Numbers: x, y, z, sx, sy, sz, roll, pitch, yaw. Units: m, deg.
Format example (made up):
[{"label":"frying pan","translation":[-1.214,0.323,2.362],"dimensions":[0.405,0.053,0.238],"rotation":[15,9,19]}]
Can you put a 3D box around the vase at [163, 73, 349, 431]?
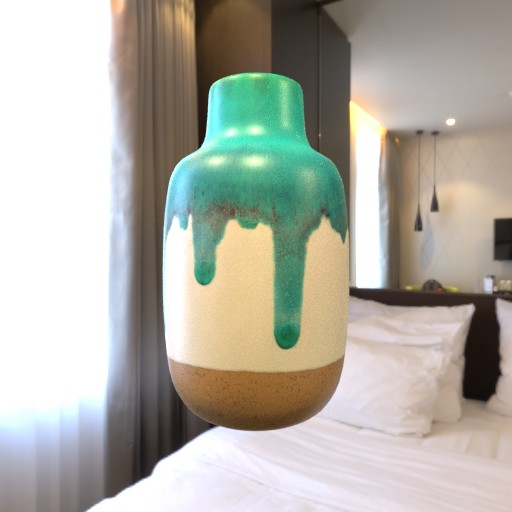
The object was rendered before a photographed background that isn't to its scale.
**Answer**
[{"label":"vase","translation":[0.000,0.000,0.257],"dimensions":[0.106,0.192,0.106],"rotation":[0,1,0]}]
